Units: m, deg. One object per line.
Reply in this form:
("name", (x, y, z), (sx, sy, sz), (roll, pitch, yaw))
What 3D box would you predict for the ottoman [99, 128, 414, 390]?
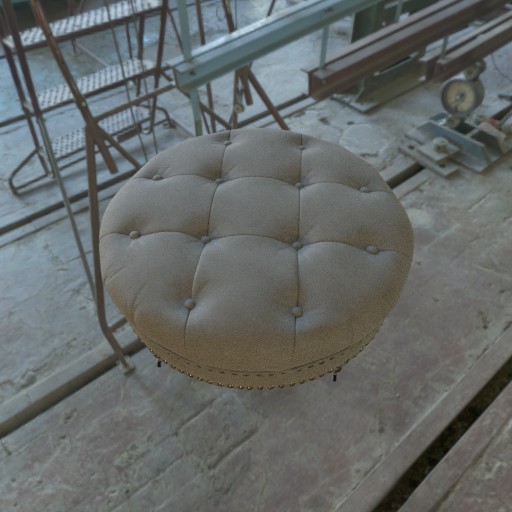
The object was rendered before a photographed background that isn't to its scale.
("ottoman", (0.000, 0.000, 1.379), (0.901, 0.439, 0.901), (0, 48, 0))
